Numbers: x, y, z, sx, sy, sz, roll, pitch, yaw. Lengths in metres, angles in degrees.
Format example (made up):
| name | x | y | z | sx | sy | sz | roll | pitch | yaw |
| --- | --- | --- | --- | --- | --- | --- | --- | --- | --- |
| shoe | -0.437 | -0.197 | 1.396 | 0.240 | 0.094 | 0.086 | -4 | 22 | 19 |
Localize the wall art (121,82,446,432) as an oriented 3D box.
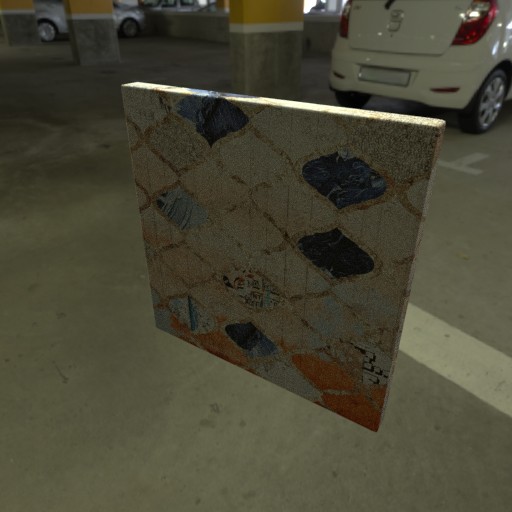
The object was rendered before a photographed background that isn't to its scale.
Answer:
| name | x | y | z | sx | sy | sz | roll | pitch | yaw |
| --- | --- | --- | --- | --- | --- | --- | --- | --- | --- |
| wall art | 0.000 | 0.000 | 0.747 | 0.507 | 0.508 | 0.038 | 18 | 35 | 28 |
